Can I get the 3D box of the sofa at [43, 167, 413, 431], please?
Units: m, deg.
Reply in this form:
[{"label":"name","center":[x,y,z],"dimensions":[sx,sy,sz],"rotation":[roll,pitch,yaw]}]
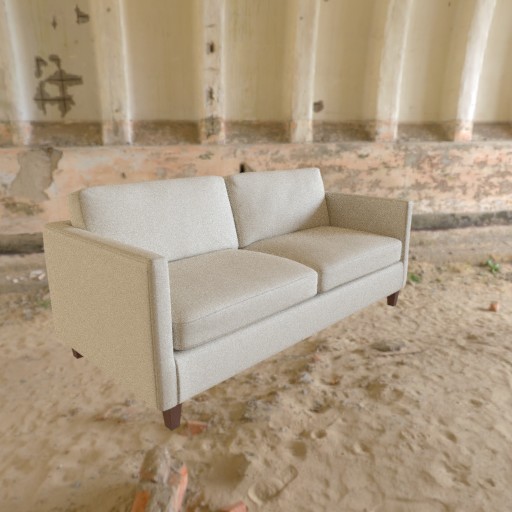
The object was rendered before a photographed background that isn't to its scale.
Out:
[{"label":"sofa","center":[0.000,0.000,2.524],"dimensions":[0.965,0.889,1.981],"rotation":[14,21,42]}]
